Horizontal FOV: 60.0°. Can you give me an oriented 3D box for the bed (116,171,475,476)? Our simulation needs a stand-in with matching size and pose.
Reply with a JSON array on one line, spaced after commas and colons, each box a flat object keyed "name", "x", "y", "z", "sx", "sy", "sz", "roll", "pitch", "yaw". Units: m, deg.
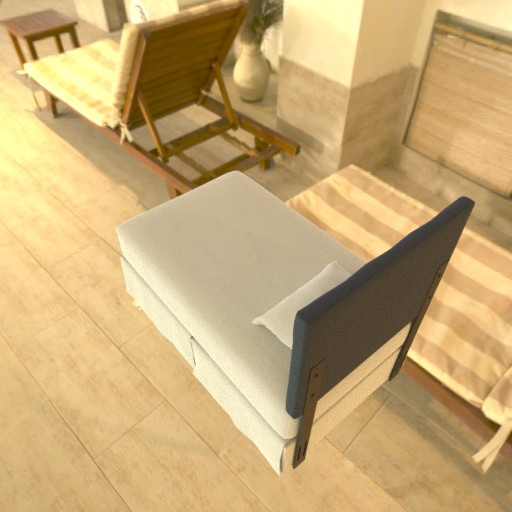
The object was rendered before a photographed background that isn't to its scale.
[{"name": "bed", "x": 0.000, "y": 0.000, "z": 2.959, "sx": 1.261, "sy": 1.571, "sz": 1.997, "roll": -31, "pitch": 53, "yaw": -26}]
